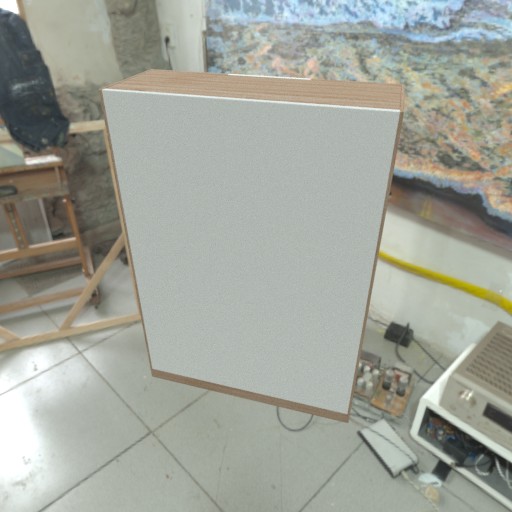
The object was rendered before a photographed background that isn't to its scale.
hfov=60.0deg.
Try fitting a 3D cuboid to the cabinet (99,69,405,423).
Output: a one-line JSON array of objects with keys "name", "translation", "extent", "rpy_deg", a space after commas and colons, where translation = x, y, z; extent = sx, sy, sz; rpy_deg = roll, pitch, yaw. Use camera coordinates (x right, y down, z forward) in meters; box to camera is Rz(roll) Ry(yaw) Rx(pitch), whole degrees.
[{"name": "cabinet", "translation": [0.000, 0.000, 2.899], "extent": [1.500, 2.120, 0.590], "rpy_deg": [9, 34, 14]}]
